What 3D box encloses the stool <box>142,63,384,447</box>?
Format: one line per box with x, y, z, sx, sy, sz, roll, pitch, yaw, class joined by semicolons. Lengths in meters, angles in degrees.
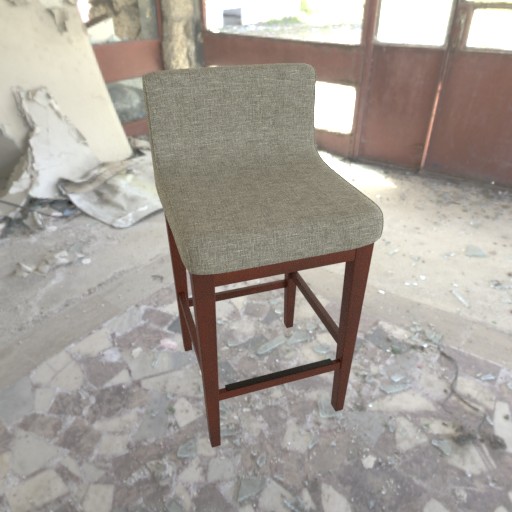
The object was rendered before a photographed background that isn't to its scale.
0.000;0.000;1.116;0.417;0.835;0.459;-10;34;-16;stool
